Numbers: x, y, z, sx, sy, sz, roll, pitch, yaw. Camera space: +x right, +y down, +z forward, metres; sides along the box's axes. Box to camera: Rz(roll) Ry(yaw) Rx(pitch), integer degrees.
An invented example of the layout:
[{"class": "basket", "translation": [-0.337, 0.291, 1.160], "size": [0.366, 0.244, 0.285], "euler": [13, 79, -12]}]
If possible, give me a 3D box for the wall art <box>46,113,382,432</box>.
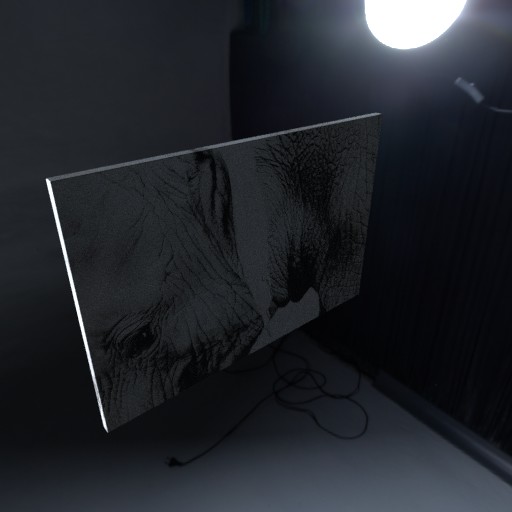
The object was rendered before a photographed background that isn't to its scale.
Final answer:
[{"class": "wall art", "translation": [0.000, 0.000, 1.149], "size": [0.914, 0.607, 0.023], "euler": [-22, 35, -34]}]
